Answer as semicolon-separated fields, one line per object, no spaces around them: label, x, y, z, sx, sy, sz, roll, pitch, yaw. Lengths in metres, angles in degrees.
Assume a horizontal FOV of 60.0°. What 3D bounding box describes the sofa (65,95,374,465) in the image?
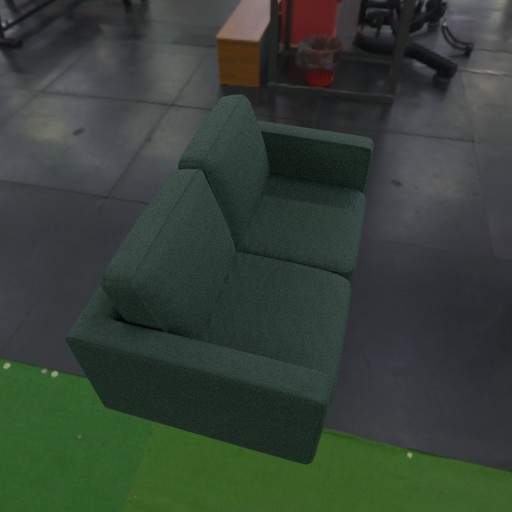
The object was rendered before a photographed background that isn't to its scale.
sofa;0.000;0.000;1.969;0.879;0.899;1.430;12;49;10
